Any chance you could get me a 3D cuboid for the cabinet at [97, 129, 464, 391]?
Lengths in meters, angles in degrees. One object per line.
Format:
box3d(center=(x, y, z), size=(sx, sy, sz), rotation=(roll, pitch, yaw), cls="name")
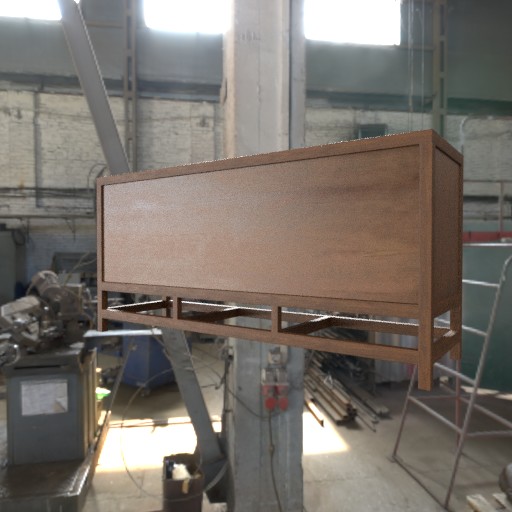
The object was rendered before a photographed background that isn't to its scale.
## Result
box3d(center=(0.000, 0.000, 2.089), size=(1.708, 0.820, 0.522), rotation=(1, 1, 35), cls="cabinet")
